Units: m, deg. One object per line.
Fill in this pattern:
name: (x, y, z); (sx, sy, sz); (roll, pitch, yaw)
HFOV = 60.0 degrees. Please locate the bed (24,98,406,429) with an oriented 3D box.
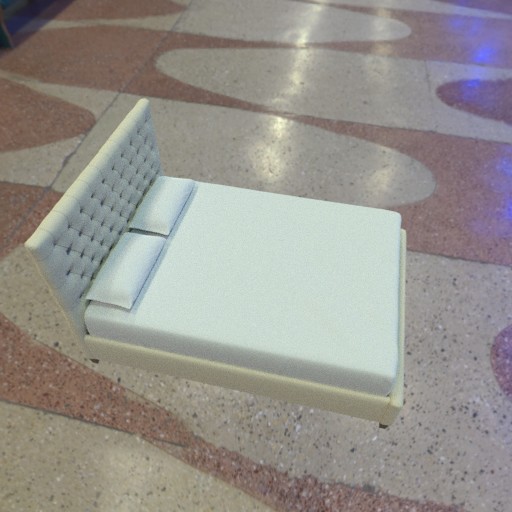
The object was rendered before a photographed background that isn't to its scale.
bed: (0.000, 0.000, 3.406); (2.387, 1.427, 1.698); (10, 49, 9)
